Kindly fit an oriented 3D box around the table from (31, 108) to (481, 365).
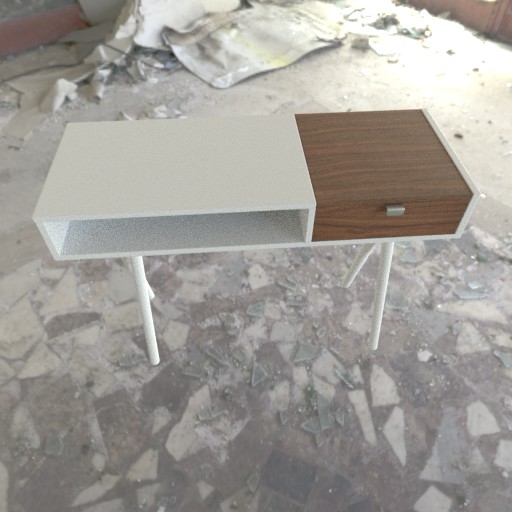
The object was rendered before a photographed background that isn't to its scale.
[{"bbox_3d":[0.000,0.000,1.465,1.066,0.785,0.418,-3,48,-3],"label":"table"}]
